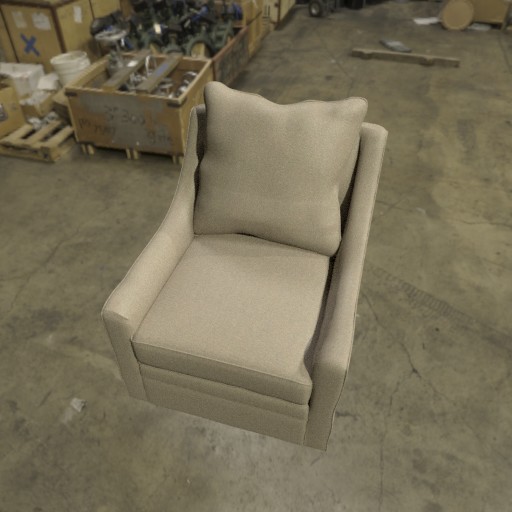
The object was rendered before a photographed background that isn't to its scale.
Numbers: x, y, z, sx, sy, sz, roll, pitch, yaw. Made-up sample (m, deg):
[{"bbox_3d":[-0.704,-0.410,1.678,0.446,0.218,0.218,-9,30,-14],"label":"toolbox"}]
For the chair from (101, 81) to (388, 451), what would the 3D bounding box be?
[{"bbox_3d":[0.000,0.000,1.598,0.760,0.942,0.876,11,43,12],"label":"chair"}]
